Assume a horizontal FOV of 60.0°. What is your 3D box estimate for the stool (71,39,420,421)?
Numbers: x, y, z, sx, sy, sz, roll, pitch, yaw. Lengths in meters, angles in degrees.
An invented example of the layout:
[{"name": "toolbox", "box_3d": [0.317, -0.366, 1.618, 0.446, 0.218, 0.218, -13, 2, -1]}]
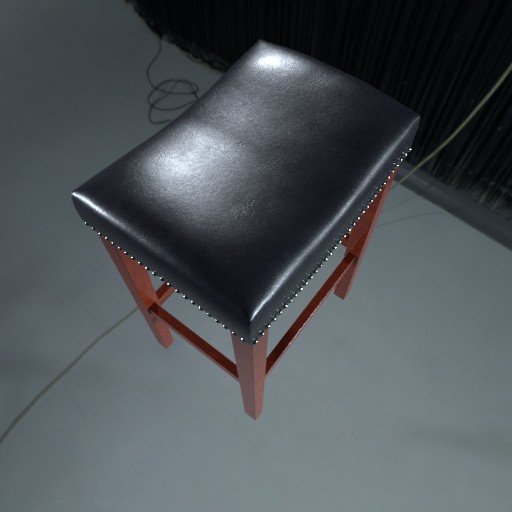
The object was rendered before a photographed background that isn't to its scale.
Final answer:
[{"name": "stool", "box_3d": [0.000, 0.000, 1.028, 0.372, 0.742, 0.504, 34, 65, 18]}]
